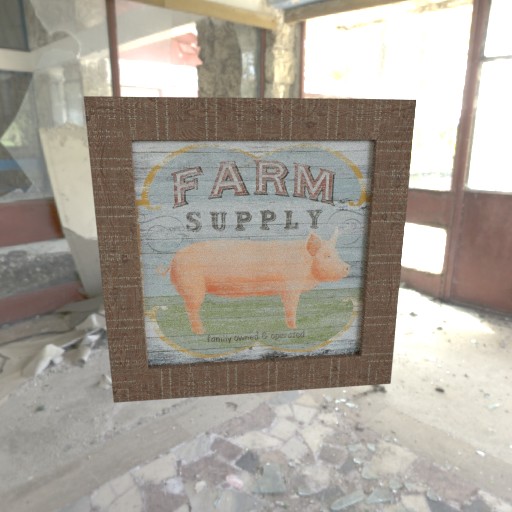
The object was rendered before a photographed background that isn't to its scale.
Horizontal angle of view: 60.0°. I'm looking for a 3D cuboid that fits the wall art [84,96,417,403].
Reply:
[{"bbox_3d":[0.000,0.000,0.792,0.531,0.531,0.040,-2,16,-7],"label":"wall art"}]
